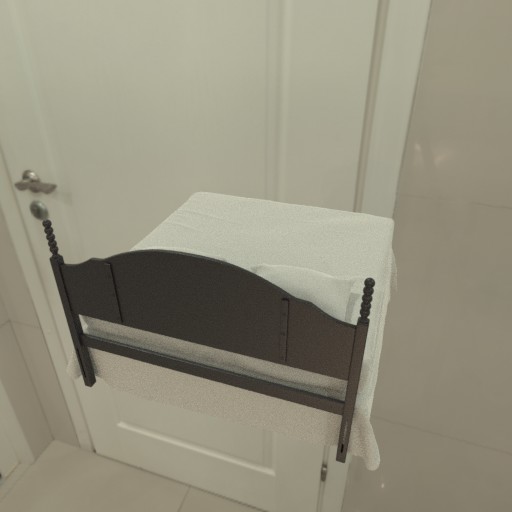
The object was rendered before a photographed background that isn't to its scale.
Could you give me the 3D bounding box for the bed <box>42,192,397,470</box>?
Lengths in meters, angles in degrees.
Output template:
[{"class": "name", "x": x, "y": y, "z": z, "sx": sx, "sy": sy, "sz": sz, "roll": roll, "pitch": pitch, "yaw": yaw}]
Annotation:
[{"class": "bed", "x": 0.000, "y": 0.000, "z": 3.540, "sx": 2.322, "sy": 1.355, "sz": 2.219, "roll": 10, "pitch": 33, "yaw": 16}]
